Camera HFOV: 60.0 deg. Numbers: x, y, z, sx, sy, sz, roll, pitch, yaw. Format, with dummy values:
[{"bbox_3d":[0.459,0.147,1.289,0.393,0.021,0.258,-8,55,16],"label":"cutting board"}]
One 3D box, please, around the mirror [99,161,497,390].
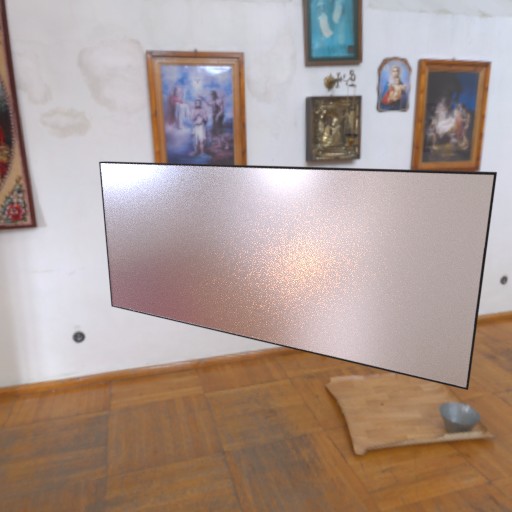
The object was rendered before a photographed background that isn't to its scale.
[{"bbox_3d":[0.000,0.000,1.732,1.584,0.692,0.047,8,16,28],"label":"mirror"}]
